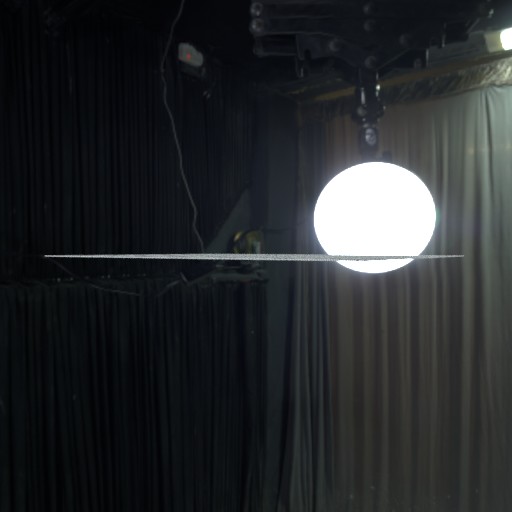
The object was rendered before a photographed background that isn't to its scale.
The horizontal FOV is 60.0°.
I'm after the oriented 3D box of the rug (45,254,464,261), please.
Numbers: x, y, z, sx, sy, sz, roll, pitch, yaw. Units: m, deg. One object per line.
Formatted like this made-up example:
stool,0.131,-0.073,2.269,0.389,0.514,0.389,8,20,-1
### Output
rug,0.000,0.000,4.054,3.061,0.010,2.330,1,1,36
